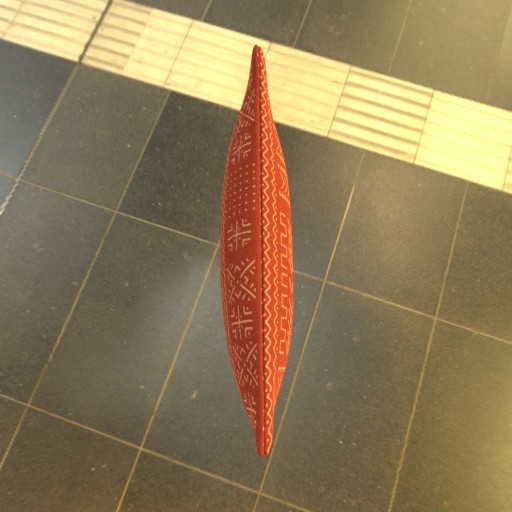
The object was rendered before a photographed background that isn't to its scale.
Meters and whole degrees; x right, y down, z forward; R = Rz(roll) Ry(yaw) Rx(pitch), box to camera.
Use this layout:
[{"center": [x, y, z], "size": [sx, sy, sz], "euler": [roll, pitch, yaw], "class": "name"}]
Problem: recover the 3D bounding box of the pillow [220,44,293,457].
[{"center": [0.000, 0.000, 0.814], "size": [0.130, 0.352, 0.640], "euler": [-1, 75, 0], "class": "pillow"}]
